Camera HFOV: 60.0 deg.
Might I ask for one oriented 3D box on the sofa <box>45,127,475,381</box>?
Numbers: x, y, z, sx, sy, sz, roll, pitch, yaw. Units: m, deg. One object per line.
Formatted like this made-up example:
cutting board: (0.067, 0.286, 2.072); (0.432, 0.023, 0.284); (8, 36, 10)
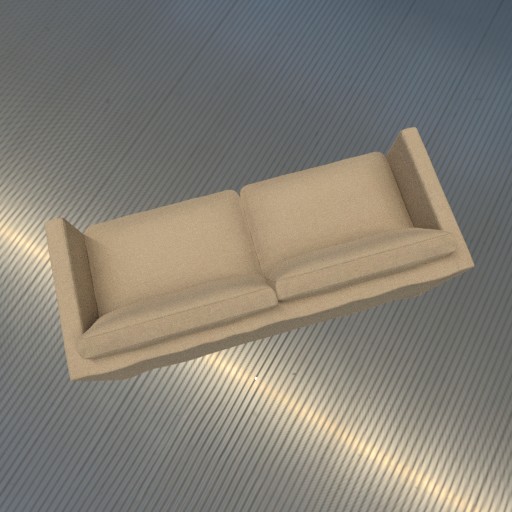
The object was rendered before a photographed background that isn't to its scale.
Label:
sofa: (0.000, 0.000, 2.780); (2.312, 0.853, 0.962); (-15, 75, -4)
